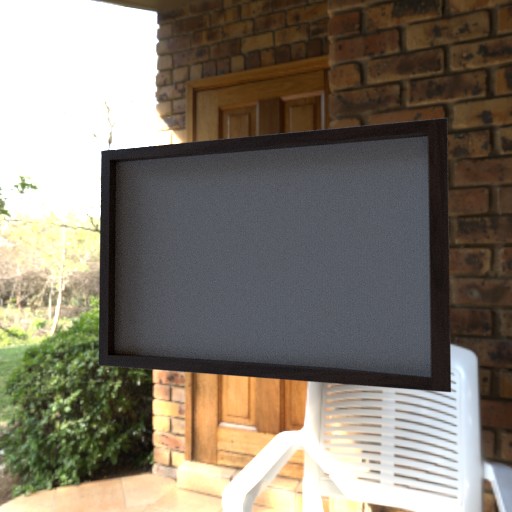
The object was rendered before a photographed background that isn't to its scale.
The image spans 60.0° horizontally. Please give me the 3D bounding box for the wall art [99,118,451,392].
[{"bbox_3d":[0.000,0.000,1.143,0.914,0.610,0.050,-1,-2,17],"label":"wall art"}]
